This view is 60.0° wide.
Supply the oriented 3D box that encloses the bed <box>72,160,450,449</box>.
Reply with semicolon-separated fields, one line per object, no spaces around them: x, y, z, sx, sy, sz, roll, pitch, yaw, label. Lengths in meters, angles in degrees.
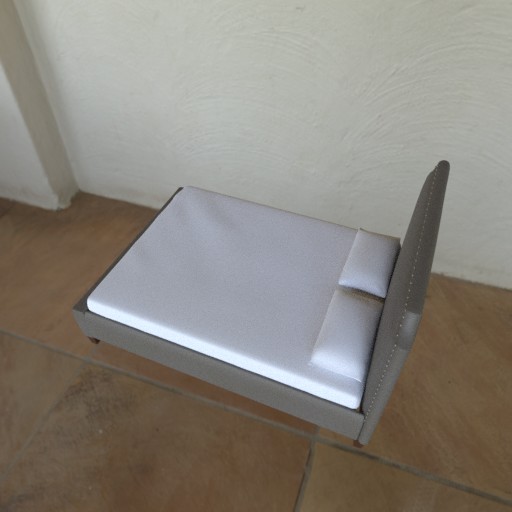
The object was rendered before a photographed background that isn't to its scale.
0.000;0.000;3.417;2.372;1.443;1.712;16;48;16;bed
